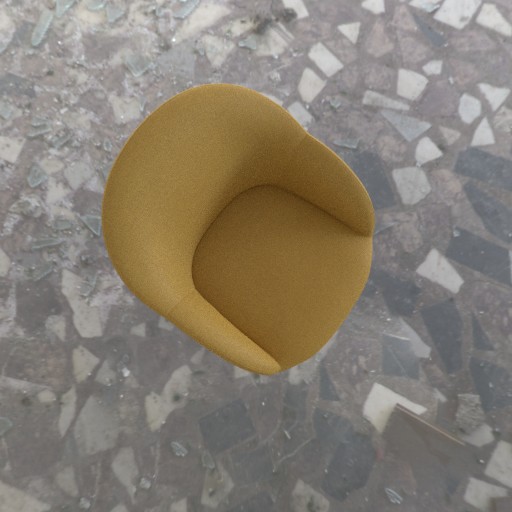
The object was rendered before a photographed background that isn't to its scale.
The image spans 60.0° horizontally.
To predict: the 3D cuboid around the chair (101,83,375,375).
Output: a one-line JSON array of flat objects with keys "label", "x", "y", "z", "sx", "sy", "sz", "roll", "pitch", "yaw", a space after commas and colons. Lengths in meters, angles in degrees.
[{"label": "chair", "x": 0.000, "y": 0.000, "z": 1.225, "sx": 0.583, "sy": 0.793, "sz": 0.551, "roll": 35, "pitch": 78, "yaw": 8}]
